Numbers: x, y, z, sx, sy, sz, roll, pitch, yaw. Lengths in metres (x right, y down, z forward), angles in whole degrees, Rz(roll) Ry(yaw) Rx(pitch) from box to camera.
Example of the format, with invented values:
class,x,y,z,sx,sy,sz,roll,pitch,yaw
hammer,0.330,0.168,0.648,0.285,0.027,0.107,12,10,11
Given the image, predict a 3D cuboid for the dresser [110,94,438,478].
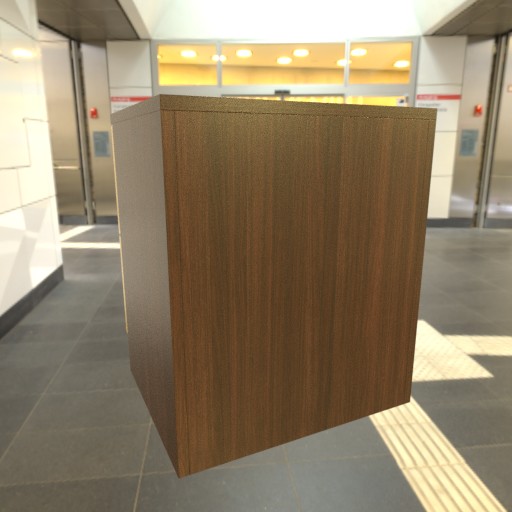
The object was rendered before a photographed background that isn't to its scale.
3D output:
class,x,y,z,sx,sy,sz,roll,pitch,yaw
dresser,0.000,0.000,0.759,0.400,0.470,0.360,-7,15,-25
